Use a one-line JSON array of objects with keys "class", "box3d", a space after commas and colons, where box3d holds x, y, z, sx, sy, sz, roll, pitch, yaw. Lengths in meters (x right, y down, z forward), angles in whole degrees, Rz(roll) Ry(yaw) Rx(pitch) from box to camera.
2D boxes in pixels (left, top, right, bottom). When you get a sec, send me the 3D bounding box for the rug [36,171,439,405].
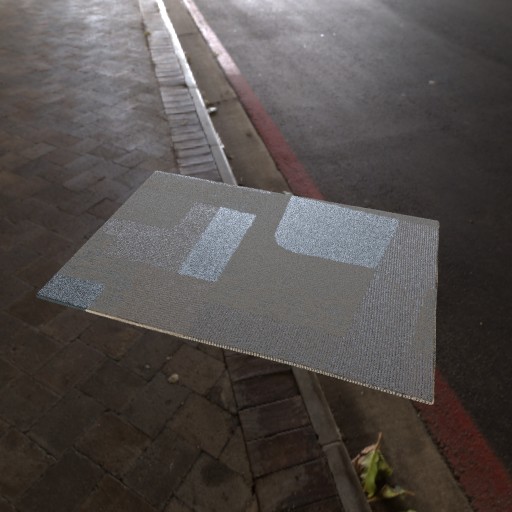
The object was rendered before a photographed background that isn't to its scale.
[{"class": "rug", "box3d": [0.000, 0.000, 2.366, 1.847, 0.020, 1.238, 12, 43, 14]}]
